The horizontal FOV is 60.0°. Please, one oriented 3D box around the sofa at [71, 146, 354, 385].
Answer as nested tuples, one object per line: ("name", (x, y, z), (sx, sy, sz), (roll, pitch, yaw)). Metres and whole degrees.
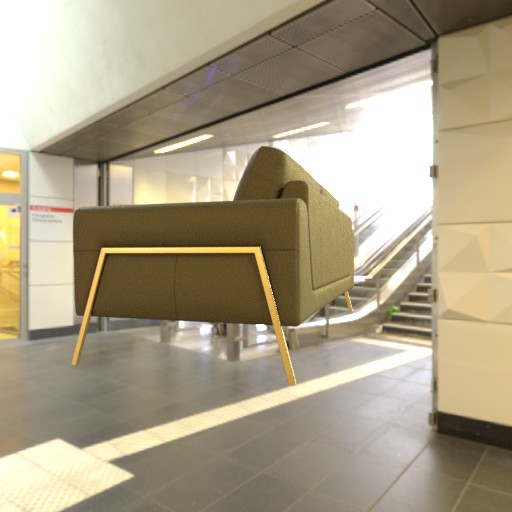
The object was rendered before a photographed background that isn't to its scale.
("sofa", (0.000, 0.000, 2.602), (0.953, 0.875, 2.017), (0, 0, 18))
